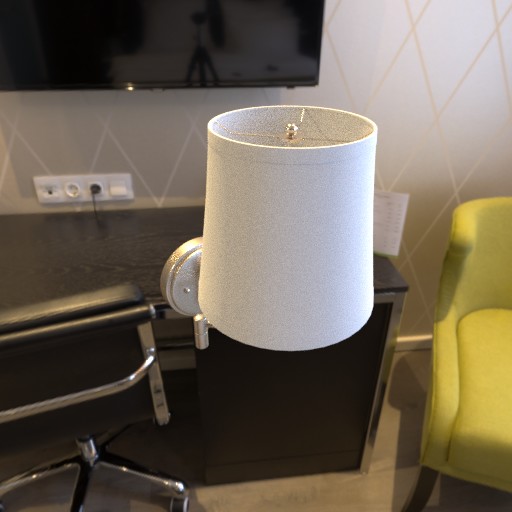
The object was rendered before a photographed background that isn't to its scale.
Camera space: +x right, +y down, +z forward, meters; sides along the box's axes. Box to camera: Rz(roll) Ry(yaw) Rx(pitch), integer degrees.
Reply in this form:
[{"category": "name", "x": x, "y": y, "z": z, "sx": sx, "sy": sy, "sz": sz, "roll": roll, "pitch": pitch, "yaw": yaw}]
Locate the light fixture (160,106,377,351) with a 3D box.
[{"category": "light fixture", "x": 0.000, "y": 0.000, "z": 0.605, "sx": 0.223, "sy": 0.381, "sz": 0.348, "roll": -21, "pitch": 36, "yaw": -31}]
